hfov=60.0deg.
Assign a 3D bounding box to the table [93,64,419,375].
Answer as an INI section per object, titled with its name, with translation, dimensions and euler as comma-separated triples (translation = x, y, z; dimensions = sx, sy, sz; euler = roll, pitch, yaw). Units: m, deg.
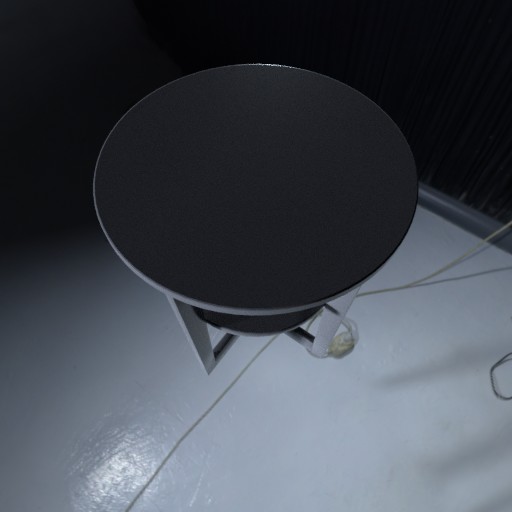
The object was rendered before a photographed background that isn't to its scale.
[table]
translation = 0.000, 0.000, 0.926
dimensions = 0.500, 0.550, 0.500
euler = 0, 58, 0
